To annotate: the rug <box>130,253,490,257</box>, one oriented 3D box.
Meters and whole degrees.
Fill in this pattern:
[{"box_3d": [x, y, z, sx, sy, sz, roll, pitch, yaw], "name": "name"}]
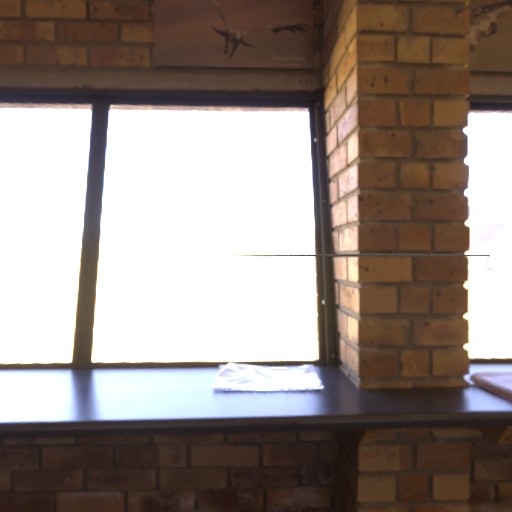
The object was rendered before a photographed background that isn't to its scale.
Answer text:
[{"box_3d": [0.000, 0.000, 2.482, 0.684, 0.009, 2.275, 0, 0, -34], "name": "rug"}]
